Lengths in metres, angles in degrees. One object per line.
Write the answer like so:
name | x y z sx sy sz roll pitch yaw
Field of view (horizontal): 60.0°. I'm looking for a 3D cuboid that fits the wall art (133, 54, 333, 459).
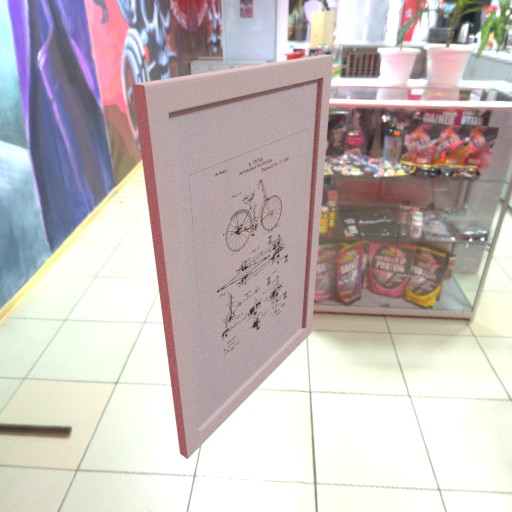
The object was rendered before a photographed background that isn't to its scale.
wall art | 0.000 0.000 0.603 0.015 0.477 0.332 20 35 31
